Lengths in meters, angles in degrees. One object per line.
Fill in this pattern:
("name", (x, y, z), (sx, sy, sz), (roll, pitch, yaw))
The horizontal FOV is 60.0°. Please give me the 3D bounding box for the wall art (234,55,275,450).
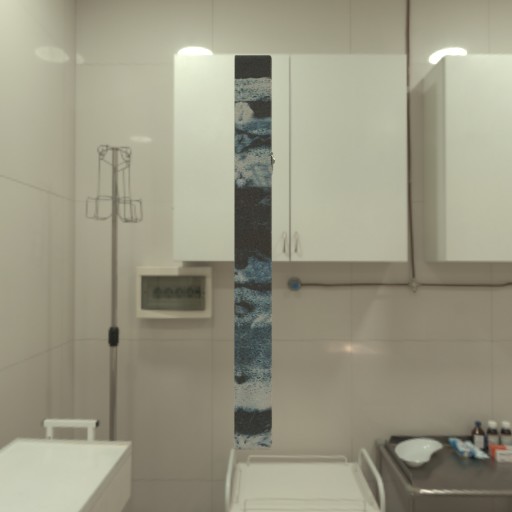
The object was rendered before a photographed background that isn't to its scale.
("wall art", (0.000, 0.000, 0.758), (0.043, 0.407, 0.609), (0, -1, 0))
